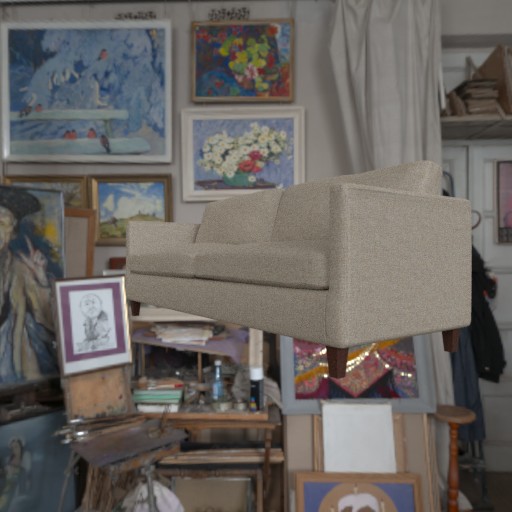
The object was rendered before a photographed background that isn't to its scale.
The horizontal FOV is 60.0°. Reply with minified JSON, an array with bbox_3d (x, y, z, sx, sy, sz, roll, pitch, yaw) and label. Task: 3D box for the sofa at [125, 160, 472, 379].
[{"bbox_3d":[0.000,0.000,2.916,0.951,0.965,2.434,0,0,-36],"label":"sofa"}]
